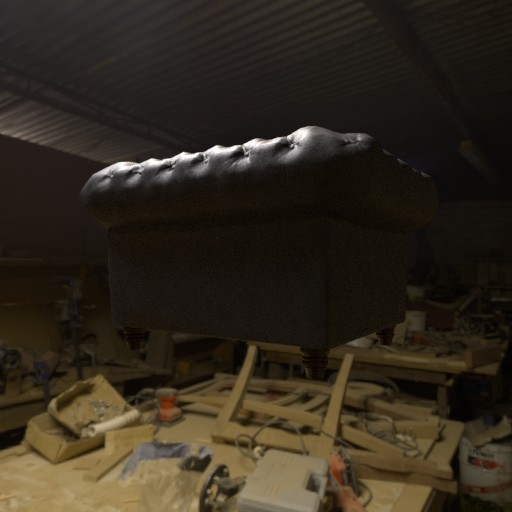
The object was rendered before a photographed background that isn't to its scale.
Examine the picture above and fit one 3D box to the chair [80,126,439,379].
[{"bbox_3d":[0.000,0.000,1.873,1.298,0.780,0.943,-1,-2,34],"label":"chair"}]
